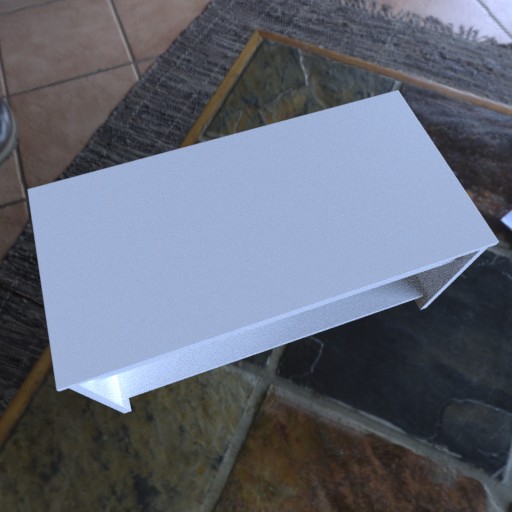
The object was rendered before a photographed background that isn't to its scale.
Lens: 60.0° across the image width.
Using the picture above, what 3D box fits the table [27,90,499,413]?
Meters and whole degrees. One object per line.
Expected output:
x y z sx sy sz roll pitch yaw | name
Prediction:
0.000 0.000 1.240 1.000 0.441 0.500 -17 65 -8 | table
